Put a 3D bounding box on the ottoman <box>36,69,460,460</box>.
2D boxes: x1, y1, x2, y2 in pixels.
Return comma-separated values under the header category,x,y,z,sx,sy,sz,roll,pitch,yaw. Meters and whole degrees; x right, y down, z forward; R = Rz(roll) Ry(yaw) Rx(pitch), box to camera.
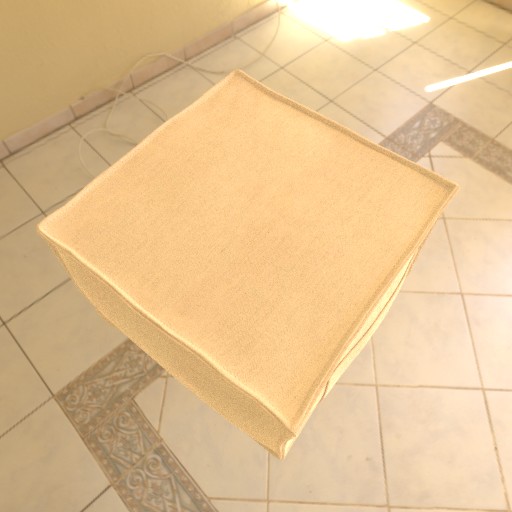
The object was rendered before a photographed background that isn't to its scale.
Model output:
category,x,y,z,sx,sy,sz,roll,pitch,yaw
ottoman,0.000,0.000,1.147,0.696,0.470,0.707,33,65,18
